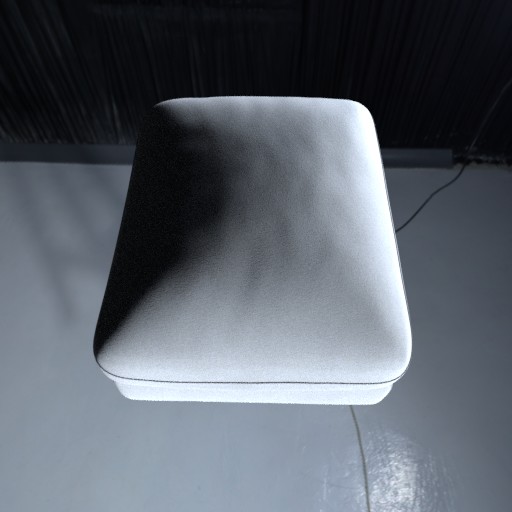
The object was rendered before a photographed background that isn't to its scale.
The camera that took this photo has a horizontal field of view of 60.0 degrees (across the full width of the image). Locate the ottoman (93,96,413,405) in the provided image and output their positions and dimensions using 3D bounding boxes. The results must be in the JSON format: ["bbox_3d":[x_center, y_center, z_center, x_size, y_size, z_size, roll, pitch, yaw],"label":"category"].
[{"bbox_3d":[0.000,0.000,1.107,0.593,0.478,0.747,0,58,0],"label":"ottoman"}]
